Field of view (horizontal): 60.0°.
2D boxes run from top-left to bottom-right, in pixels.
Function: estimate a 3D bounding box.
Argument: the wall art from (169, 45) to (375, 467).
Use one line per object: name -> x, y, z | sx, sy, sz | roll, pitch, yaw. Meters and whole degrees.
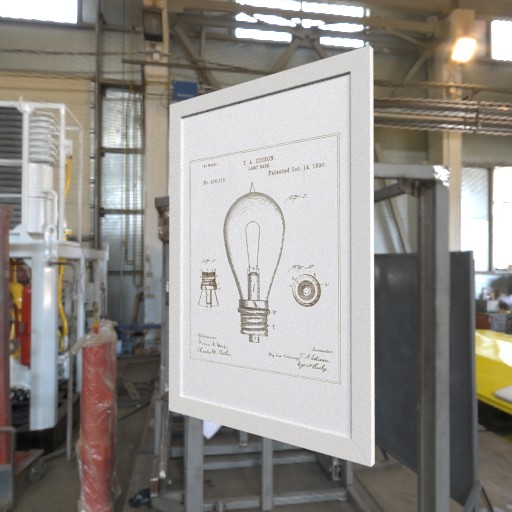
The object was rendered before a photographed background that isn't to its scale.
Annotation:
wall art -> 0.000, 0.000, 0.597 | 0.325, 0.474, 0.010 | -1, -1, 36
